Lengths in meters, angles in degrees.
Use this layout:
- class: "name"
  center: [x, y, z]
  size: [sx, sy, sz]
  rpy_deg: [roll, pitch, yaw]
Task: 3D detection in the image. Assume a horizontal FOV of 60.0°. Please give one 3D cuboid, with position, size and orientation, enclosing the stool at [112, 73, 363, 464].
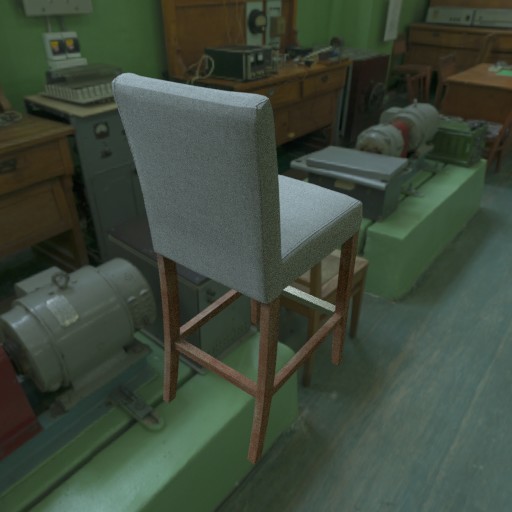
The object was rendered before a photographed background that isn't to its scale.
- class: "stool"
  center: [0.000, 0.000, 1.363]
  size: [0.439, 1.088, 0.570]
  rpy_deg: [22, 39, 31]
